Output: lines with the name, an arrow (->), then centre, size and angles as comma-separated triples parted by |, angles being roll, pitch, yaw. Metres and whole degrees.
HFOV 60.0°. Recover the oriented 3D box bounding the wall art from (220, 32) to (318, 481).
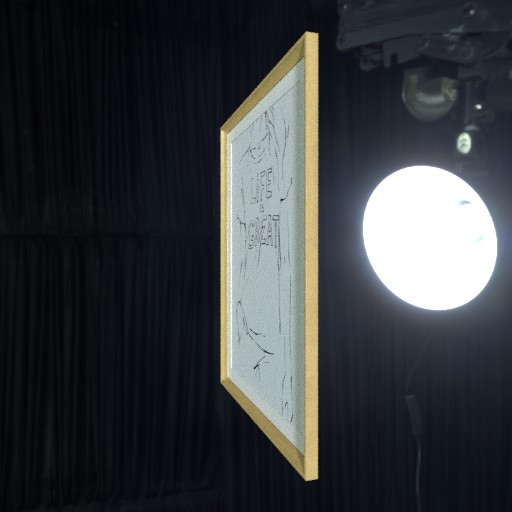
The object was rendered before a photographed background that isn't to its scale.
wall art -> 0.000, 0.000, 1.372 | 0.030, 1.002, 0.798 | 0, 0, -18
